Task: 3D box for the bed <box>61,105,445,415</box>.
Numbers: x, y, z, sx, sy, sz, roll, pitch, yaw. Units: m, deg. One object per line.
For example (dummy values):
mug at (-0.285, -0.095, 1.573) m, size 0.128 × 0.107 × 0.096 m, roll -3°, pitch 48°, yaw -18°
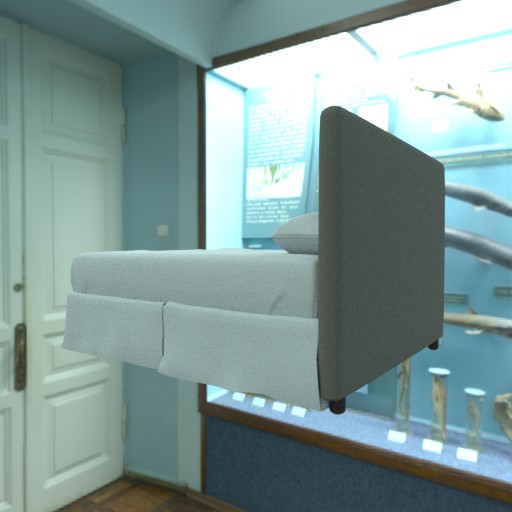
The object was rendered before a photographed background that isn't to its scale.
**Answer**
bed at (0.000, 0.000, 3.126) m, size 2.142 × 1.330 × 1.748 m, roll 1°, pitch 2°, yaw 37°
